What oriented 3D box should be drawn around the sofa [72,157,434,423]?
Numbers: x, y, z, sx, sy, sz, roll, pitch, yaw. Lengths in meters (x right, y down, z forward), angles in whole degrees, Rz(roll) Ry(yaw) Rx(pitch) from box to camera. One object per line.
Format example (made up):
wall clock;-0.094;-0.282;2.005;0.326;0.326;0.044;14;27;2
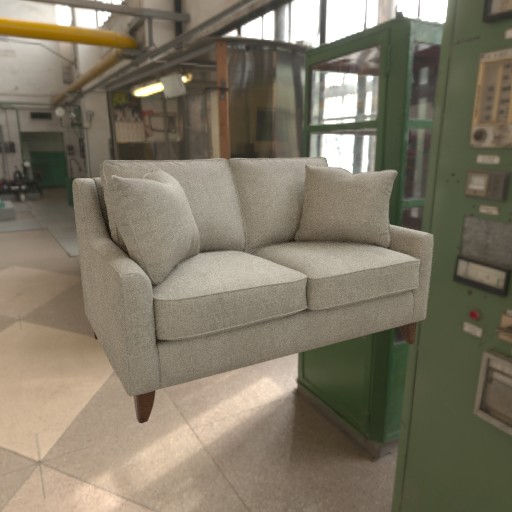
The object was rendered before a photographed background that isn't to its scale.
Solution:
sofa;0.000;0.000;2.035;1.422;0.863;0.915;-8;16;-28
